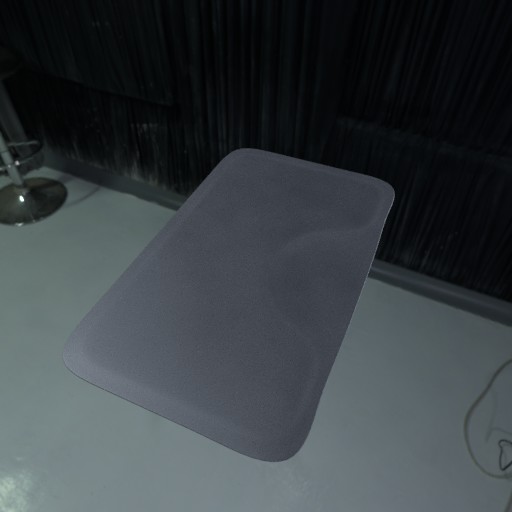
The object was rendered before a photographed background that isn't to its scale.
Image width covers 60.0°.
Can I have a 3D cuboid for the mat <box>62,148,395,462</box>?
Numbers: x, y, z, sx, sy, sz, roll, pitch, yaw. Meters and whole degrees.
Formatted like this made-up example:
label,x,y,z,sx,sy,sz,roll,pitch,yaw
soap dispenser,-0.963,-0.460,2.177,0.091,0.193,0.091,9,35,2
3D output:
label,x,y,z,sx,sy,sz,roll,pitch,yaw
mat,0.000,0.000,1.880,0.918,0.013,1.524,18,48,16
